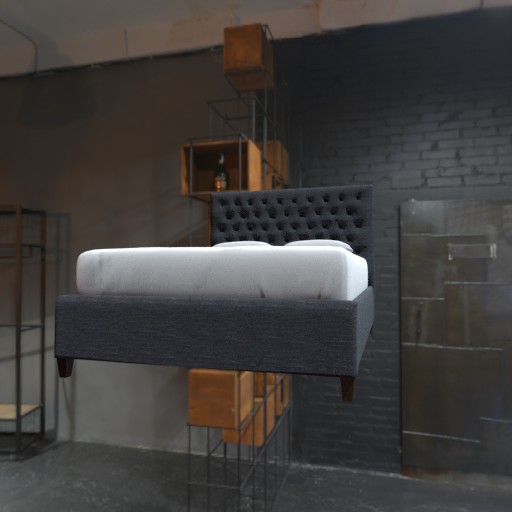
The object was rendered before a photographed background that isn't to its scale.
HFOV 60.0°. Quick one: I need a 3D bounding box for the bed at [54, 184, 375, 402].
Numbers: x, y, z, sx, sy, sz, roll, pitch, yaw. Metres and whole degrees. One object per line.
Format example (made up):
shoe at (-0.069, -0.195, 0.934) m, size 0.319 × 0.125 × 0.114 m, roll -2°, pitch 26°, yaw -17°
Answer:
bed at (0.000, 0.000, 3.404) m, size 1.698 × 1.427 × 2.387 m, roll -1°, pitch -2°, yaw 17°
